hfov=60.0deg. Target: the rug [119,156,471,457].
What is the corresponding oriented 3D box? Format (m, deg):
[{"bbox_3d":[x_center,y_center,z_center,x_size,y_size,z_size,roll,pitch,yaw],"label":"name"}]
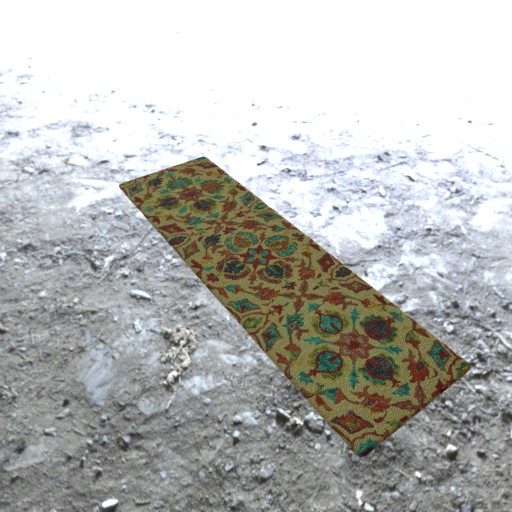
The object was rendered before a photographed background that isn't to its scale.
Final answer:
[{"bbox_3d":[0.000,0.000,2.458,0.693,0.016,2.273,-25,47,-26],"label":"rug"}]
